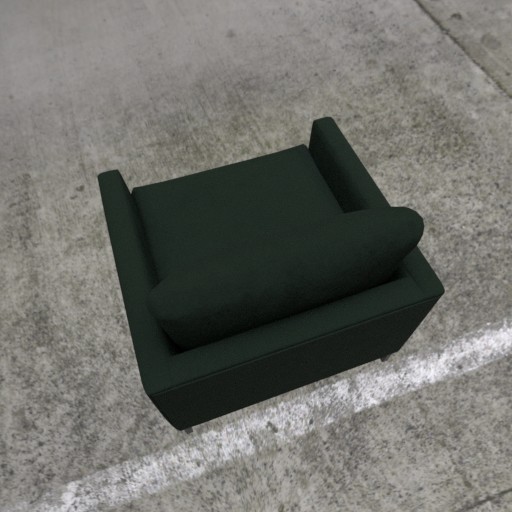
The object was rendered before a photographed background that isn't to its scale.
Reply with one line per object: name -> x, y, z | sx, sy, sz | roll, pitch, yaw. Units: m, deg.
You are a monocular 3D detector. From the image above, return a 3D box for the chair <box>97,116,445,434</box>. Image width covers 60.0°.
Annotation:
chair -> 0.000, 0.000, 1.638 | 0.963, 0.861, 0.866 | -17, 59, -10
